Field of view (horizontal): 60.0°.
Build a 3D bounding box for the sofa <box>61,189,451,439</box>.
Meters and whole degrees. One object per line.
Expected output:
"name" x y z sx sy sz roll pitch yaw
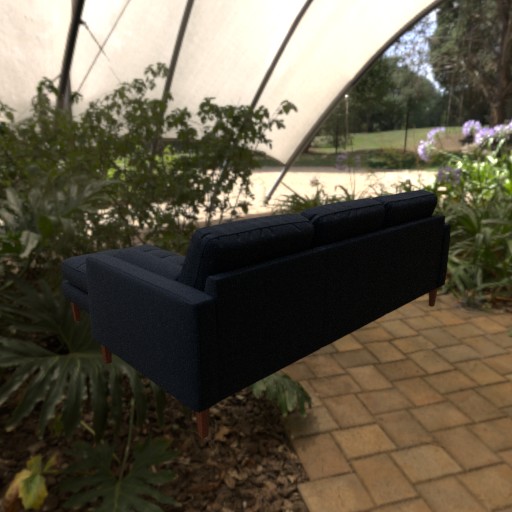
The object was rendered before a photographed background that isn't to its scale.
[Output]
"sofa" 0.000 0.000 2.887 2.185 0.841 1.613 -14 21 -42
